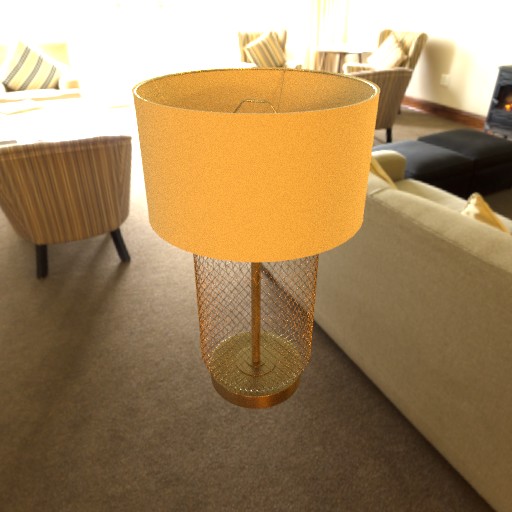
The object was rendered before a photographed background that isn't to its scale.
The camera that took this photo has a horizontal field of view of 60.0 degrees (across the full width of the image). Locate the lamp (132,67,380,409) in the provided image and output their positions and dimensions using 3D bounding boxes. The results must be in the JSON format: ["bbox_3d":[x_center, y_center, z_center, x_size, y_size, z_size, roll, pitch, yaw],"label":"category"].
[{"bbox_3d":[0.000,0.000,0.792,0.353,0.578,0.353,0,31,0],"label":"lamp"}]
